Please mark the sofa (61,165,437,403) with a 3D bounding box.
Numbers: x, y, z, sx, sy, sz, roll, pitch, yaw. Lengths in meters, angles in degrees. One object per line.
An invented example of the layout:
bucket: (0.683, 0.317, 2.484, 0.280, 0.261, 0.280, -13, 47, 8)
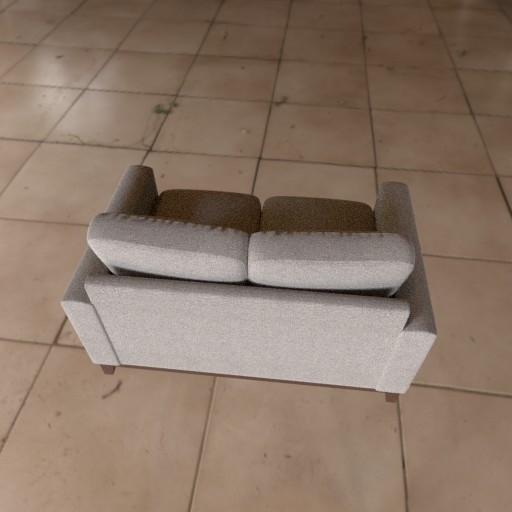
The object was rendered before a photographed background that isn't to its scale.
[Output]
sofa: (0.000, 0.000, 2.058, 1.420, 0.873, 0.917, 4, 48, 4)
